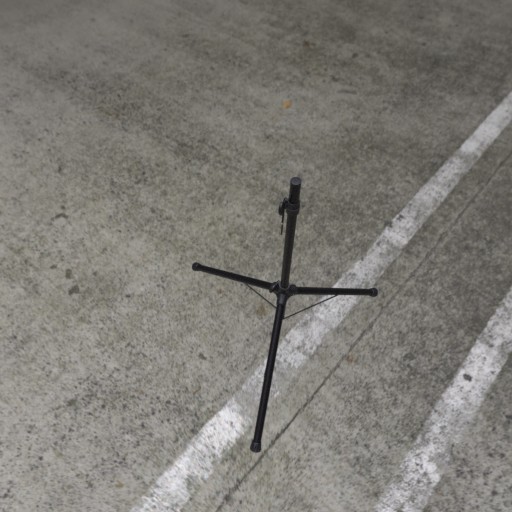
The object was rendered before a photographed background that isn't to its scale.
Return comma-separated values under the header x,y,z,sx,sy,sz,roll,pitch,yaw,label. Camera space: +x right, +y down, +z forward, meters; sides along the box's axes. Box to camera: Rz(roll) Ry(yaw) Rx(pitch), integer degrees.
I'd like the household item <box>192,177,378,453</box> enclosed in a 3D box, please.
x,y,z,sx,sy,sz,roll,pitch,yaw,label
0.000,0.000,1.855,0.907,1.136,1.045,36,64,21,household item
